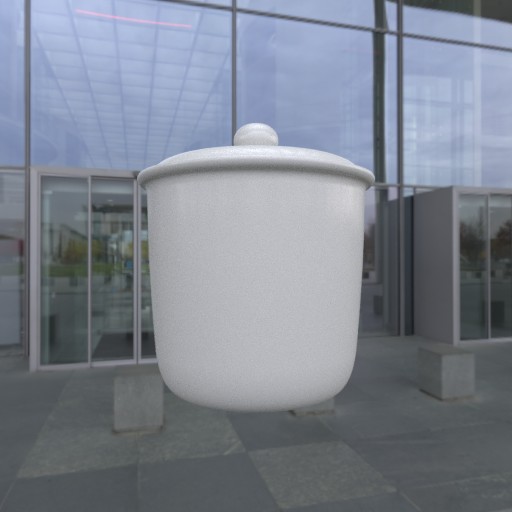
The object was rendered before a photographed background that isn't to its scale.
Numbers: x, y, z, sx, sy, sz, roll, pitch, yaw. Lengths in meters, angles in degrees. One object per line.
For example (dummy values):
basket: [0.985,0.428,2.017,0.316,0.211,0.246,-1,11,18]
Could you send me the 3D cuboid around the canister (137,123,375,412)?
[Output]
canister: [0.000,0.000,0.351,0.182,0.208,0.182,0,0,0]
